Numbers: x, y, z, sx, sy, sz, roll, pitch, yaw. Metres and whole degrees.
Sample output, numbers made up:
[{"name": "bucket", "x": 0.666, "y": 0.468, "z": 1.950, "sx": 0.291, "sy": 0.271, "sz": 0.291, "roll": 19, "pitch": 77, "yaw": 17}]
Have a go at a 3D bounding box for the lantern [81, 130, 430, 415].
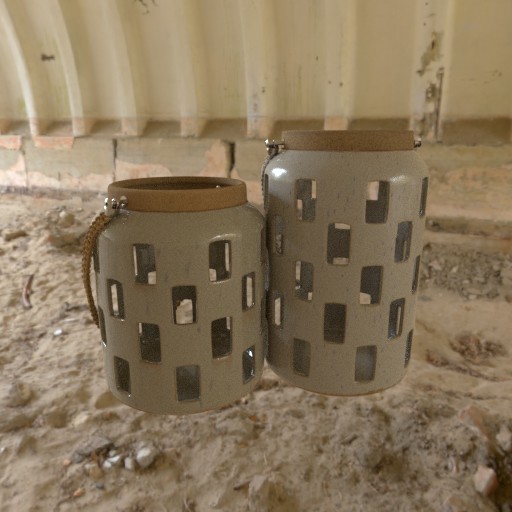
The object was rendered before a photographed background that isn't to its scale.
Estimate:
[{"name": "lantern", "x": 0.000, "y": 0.000, "z": 0.469, "sx": 0.347, "sy": 0.255, "sz": 0.184, "roll": -3, "pitch": 16, "yaw": -10}]
